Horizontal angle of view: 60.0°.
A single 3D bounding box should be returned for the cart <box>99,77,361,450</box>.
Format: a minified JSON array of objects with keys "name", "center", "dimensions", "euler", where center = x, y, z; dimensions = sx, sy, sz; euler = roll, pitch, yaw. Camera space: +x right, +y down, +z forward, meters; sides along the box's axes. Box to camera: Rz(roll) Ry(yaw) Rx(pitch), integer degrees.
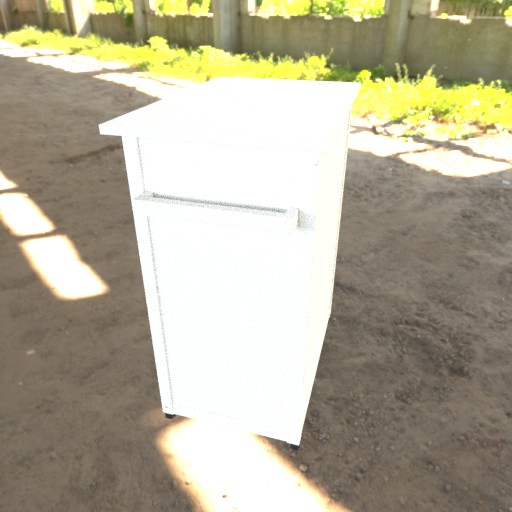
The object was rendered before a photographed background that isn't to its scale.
[{"name":"cart","center":[0.000,0.000,1.281],"dimensions":[0.442,0.864,0.683],"euler":[8,31,14]}]
